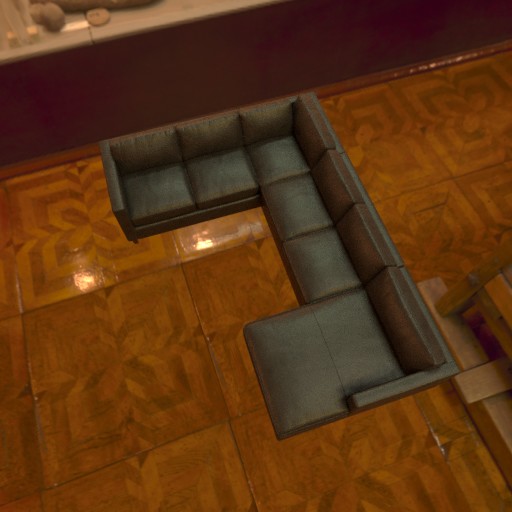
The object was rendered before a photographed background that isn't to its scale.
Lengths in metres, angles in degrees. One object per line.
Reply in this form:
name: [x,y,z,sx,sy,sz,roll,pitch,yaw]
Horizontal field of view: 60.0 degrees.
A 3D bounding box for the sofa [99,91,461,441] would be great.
sofa: [0.000,0.000,4.395,2.452,0.891,3.324,-16,64,-8]
